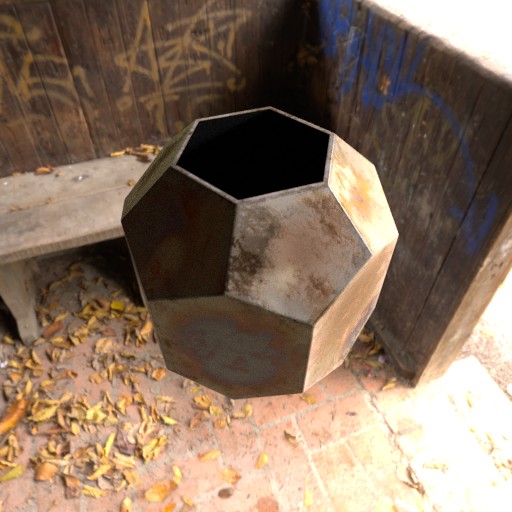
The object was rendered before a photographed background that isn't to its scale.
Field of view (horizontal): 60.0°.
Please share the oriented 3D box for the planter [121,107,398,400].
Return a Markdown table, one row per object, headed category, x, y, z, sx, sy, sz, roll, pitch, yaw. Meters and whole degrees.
| category | x | y | z | sx | sy | sz | roll | pitch | yaw |
| --- | --- | --- | --- | --- | --- | --- | --- | --- | --- |
| planter | 0.000 | 0.000 | 0.424 | 0.221 | 0.238 | 0.243 | 32 | 55 | 27 |
